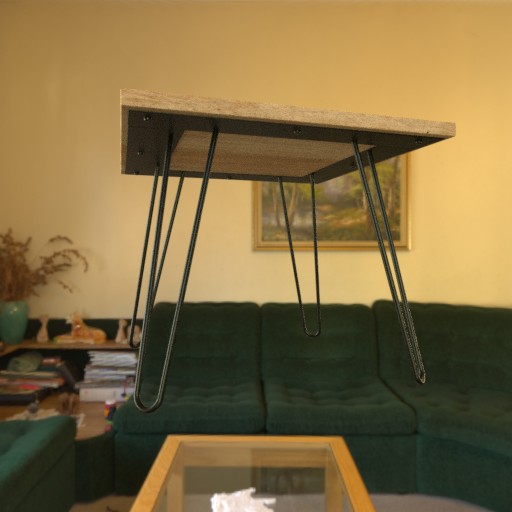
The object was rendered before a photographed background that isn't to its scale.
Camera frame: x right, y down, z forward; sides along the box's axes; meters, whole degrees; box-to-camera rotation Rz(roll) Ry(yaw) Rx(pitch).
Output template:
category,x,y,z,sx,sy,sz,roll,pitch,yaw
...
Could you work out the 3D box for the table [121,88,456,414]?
category,x,y,z,sx,sy,sz,roll,pitch,yaw
table,0.000,0.000,1.027,0.599,0.500,0.599,0,0,-17
